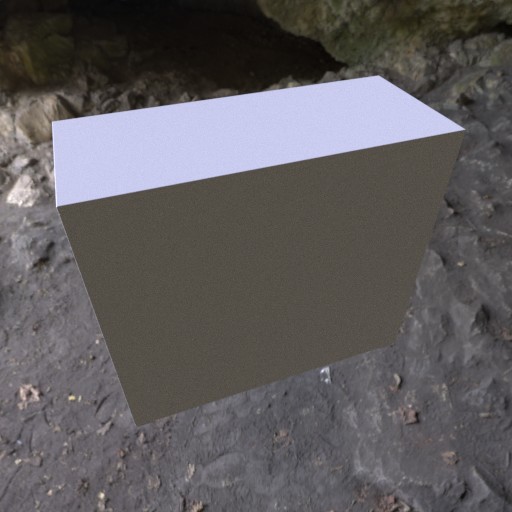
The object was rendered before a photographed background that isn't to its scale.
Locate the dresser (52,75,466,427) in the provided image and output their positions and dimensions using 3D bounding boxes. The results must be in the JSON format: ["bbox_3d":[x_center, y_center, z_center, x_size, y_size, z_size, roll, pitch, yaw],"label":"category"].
[{"bbox_3d":[0.000,0.000,1.604,1.100,1.000,0.460,-14,43,-15],"label":"dresser"}]
